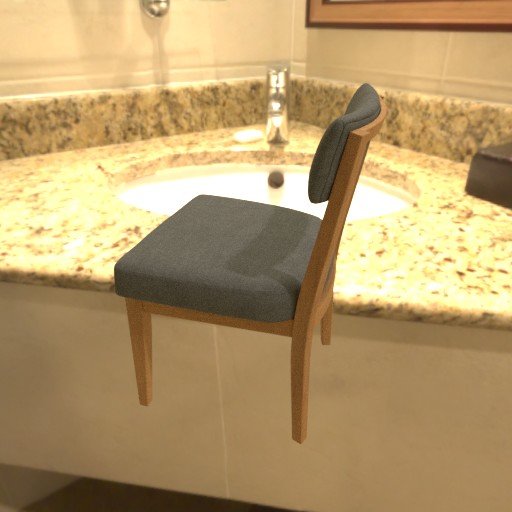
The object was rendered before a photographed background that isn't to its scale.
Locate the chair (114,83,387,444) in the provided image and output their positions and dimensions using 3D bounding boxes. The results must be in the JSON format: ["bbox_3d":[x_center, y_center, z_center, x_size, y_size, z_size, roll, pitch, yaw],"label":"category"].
[{"bbox_3d":[0.000,0.000,1.185,0.572,0.832,0.508,9,30,15],"label":"chair"}]
